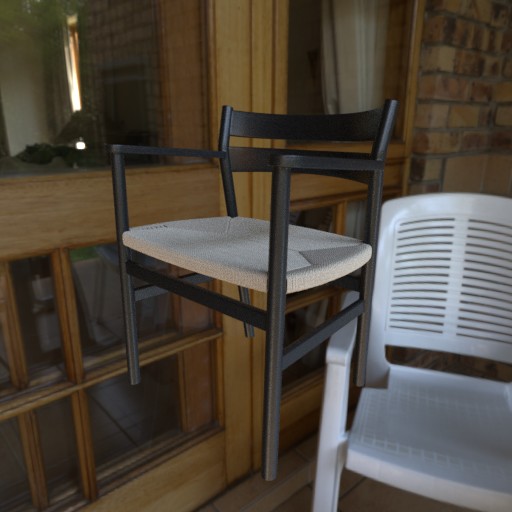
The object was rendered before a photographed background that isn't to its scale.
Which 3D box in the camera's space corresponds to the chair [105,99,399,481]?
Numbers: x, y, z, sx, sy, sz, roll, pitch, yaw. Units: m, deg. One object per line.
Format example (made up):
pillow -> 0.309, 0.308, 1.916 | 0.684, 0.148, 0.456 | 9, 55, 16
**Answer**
chair -> 0.000, 0.000, 1.170 | 0.630, 0.775, 0.508 | 15, 22, 41
